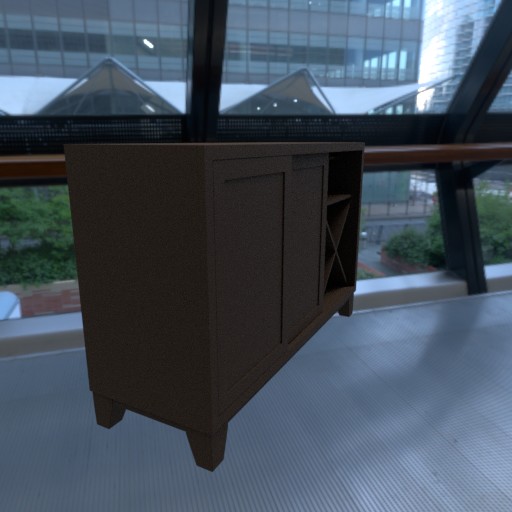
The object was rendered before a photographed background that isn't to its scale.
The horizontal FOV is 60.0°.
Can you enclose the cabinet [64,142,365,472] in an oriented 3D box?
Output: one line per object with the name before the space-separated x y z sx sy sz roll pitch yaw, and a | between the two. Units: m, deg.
cabinet | 0.000 0.000 1.852 0.482 0.914 1.396 8 17 28
